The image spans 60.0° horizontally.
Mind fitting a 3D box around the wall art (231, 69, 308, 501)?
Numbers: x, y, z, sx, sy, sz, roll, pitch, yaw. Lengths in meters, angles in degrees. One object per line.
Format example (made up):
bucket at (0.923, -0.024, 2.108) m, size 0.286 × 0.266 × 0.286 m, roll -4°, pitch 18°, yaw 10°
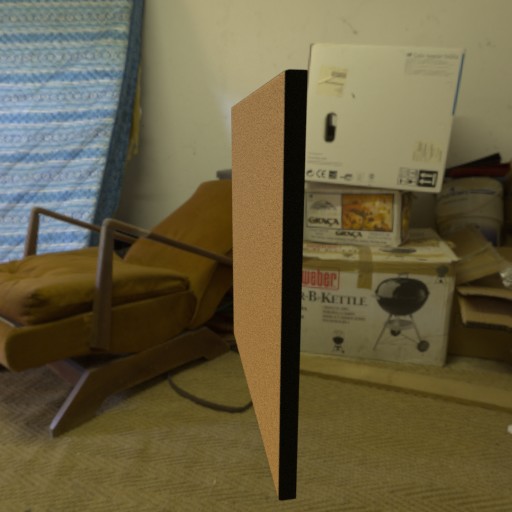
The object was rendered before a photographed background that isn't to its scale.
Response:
wall art at (0.000, 0.000, 0.661) m, size 0.022 × 0.453 × 0.456 m, roll -2°, pitch 15°, yaw -9°
